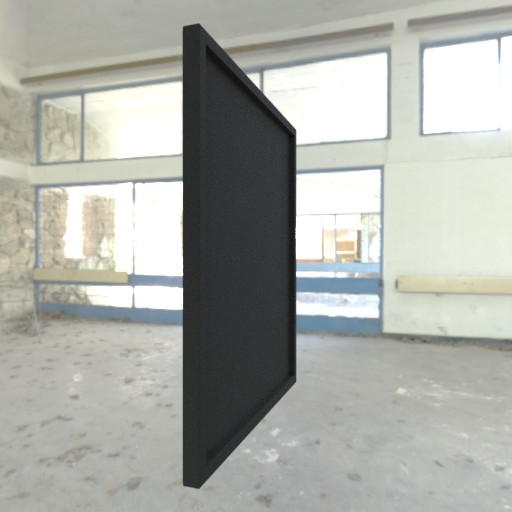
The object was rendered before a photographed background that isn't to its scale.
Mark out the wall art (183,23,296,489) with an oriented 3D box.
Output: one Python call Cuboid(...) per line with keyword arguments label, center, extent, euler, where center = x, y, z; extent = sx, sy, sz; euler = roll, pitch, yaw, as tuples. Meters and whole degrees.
Cuboid(label="wall art", center=(0.000, 0.000, 0.690), extent=(0.021, 0.508, 0.432), euler=(0, 0, 19))
